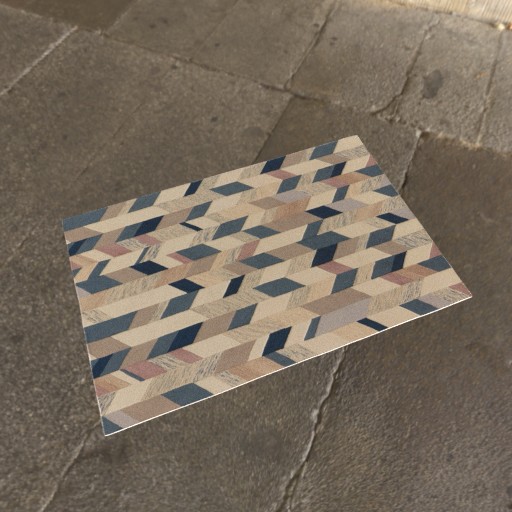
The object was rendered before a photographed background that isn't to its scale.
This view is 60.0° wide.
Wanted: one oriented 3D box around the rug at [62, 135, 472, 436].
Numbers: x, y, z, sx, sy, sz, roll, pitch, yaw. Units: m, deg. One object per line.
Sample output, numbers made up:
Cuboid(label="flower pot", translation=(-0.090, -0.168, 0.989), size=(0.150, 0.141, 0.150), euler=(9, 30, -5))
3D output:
Cuboid(label="rug", translation=(0.000, 0.000, 2.296), size=(1.813, 0.006, 1.202), euler=(-18, 60, -11))
